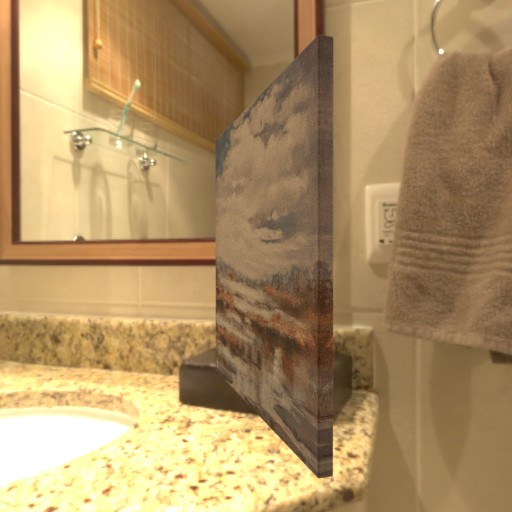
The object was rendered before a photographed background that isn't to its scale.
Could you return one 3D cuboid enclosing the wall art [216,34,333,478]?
[{"bbox_3d":[0.000,0.000,1.318,0.035,0.897,0.888,0,0,-19],"label":"wall art"}]
